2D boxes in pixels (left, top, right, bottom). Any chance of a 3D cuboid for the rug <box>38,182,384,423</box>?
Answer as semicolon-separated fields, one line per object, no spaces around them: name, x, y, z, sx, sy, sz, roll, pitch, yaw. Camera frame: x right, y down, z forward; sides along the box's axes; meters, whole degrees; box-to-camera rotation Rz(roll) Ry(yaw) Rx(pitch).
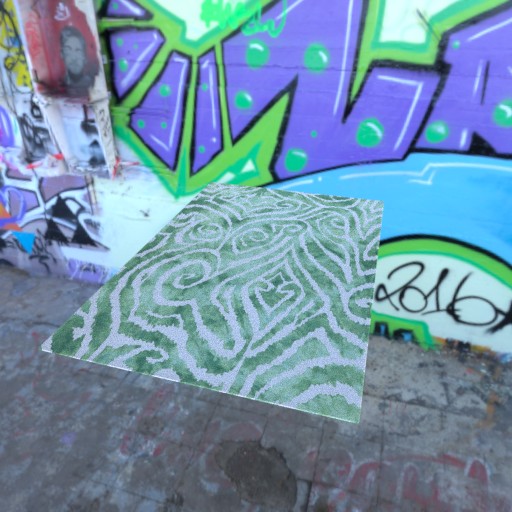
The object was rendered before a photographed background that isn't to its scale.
rug;0.000;0.000;2.316;1.220;0.006;1.826;9;32;14
